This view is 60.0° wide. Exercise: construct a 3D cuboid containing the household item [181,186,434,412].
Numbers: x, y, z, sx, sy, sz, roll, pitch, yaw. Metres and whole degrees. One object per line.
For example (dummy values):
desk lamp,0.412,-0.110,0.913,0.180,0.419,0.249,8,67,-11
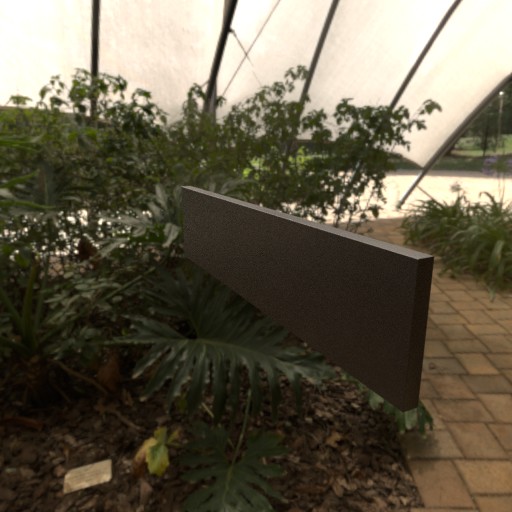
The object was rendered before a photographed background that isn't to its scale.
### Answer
household item,0.000,0.000,1.058,0.030,0.236,1.001,-8,17,-26
